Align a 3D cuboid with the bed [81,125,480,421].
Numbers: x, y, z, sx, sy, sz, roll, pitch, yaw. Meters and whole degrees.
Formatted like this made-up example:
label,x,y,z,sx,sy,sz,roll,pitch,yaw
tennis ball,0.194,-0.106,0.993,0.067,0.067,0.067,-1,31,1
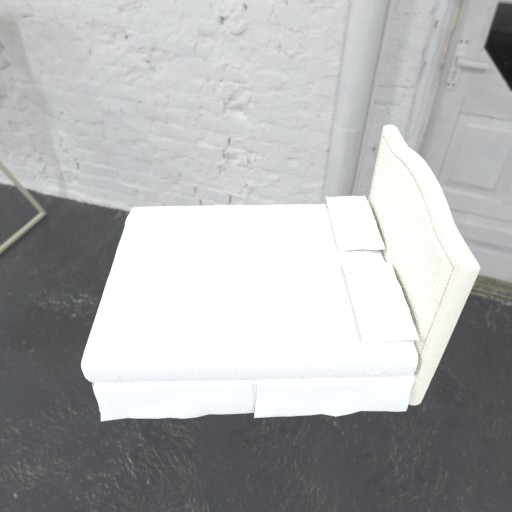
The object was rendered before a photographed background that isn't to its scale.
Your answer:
label,x,y,z,sx,sy,sz,roll,pitch,yaw
bed,0.000,0.000,3.305,2.282,1.436,1.821,-1,41,-1
